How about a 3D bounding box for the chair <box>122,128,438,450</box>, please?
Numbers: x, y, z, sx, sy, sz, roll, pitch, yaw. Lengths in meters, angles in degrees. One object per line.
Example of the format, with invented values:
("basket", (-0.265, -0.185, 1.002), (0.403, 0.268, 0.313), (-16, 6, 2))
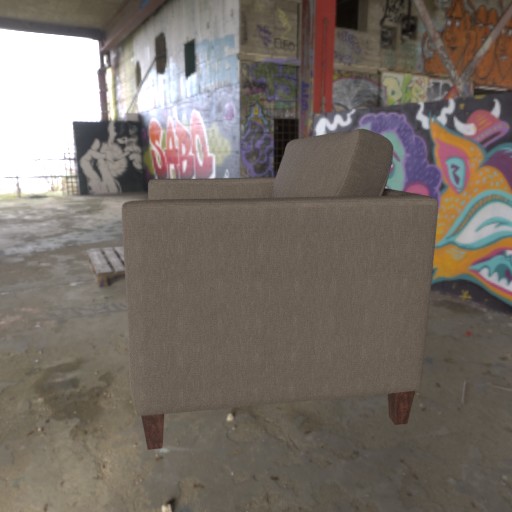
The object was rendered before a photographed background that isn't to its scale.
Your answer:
("chair", (0.000, 0.000, 1.808), (0.959, 0.963, 1.107), (-2, 13, -9))
